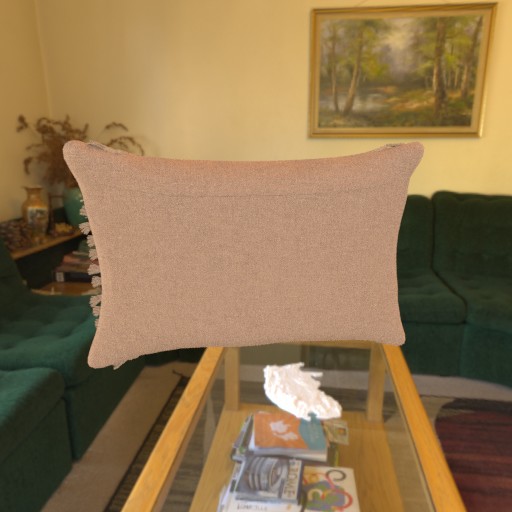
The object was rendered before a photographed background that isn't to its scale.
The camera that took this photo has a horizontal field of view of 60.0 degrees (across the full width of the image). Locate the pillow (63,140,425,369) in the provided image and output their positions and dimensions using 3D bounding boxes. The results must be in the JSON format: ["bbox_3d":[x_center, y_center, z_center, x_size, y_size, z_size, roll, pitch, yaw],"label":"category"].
[{"bbox_3d":[0.000,0.000,0.602,0.466,0.305,0.084,-3,15,-10],"label":"pillow"}]
